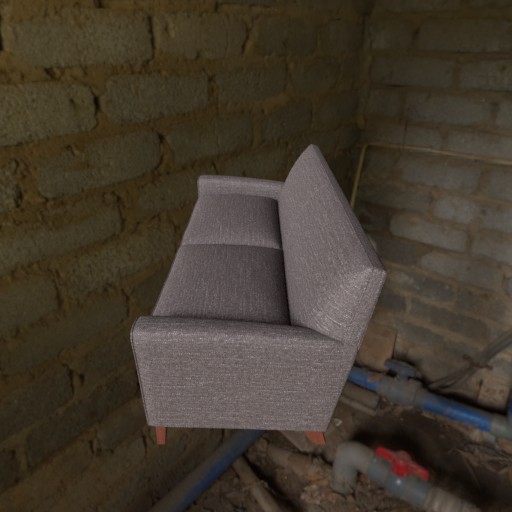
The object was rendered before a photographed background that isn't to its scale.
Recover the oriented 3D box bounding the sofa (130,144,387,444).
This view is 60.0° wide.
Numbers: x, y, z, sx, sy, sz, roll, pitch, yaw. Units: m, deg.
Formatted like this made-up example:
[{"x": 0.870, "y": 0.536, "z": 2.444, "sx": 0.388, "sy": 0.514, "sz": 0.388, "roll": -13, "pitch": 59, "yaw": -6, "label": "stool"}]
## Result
[{"x": 0.000, "y": 0.000, "z": 2.479, "sx": 0.875, "sy": 0.846, "sz": 1.976, "roll": 0, "pitch": 26, "yaw": 0, "label": "sofa"}]
